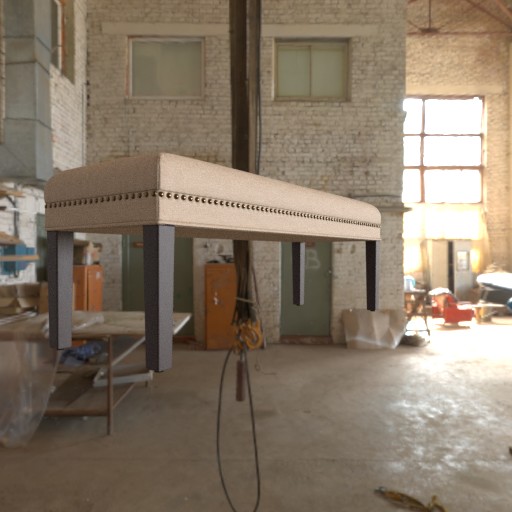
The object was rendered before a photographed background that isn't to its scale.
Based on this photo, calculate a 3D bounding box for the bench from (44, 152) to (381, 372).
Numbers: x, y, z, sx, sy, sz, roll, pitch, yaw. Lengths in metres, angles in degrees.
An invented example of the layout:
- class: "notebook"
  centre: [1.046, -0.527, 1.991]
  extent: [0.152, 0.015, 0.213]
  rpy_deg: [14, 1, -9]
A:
- class: "bench"
  centre: [0.000, 0.000, 1.456]
  extent: [0.410, 0.457, 1.219]
  rpy_deg: [0, 0, 36]
